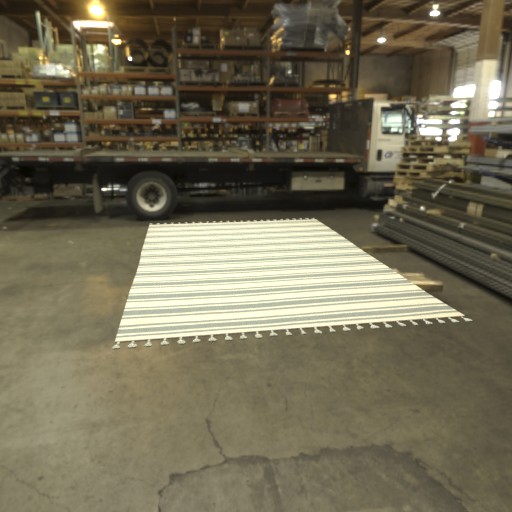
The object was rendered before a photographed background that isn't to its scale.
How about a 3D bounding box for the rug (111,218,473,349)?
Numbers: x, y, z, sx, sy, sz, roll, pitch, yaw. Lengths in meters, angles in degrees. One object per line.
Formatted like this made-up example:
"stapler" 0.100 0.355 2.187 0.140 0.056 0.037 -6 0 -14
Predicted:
"rug" 0.000 0.000 2.966 1.539 0.011 2.410 -3 16 -9
